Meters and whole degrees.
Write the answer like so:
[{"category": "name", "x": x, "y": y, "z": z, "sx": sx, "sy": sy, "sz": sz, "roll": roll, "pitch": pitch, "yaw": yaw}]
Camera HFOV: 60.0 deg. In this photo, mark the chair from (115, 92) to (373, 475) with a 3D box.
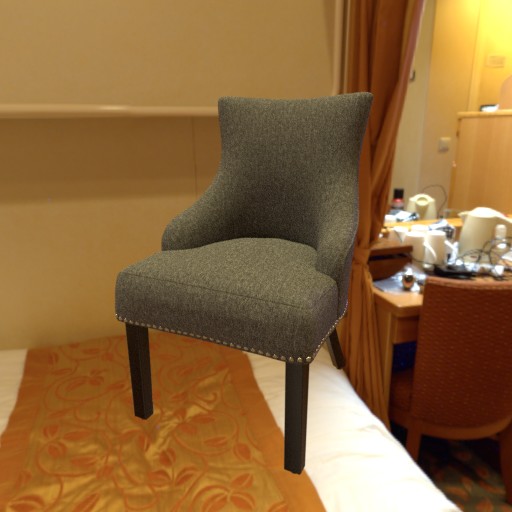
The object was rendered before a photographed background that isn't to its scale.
[{"category": "chair", "x": 0.000, "y": 0.000, "z": 1.284, "sx": 0.566, "sy": 0.909, "sz": 0.629, "roll": 8, "pitch": 18, "yaw": 25}]
